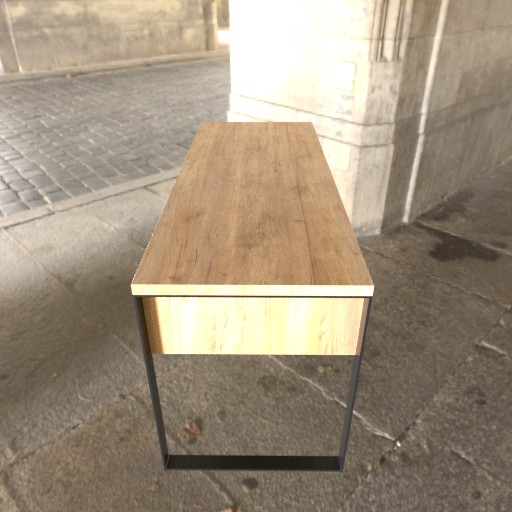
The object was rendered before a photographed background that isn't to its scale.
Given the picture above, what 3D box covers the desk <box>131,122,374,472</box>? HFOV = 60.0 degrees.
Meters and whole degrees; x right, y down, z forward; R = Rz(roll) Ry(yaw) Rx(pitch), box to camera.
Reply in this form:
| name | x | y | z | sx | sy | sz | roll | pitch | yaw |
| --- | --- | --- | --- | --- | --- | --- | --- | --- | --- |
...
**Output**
| name | x | y | z | sx | sy | sz | roll | pitch | yaw |
| --- | --- | --- | --- | --- | --- | --- | --- | --- | --- |
| desk | 0.000 | 0.000 | 1.929 | 0.600 | 0.760 | 1.520 | 0 | 31 | 0 |
